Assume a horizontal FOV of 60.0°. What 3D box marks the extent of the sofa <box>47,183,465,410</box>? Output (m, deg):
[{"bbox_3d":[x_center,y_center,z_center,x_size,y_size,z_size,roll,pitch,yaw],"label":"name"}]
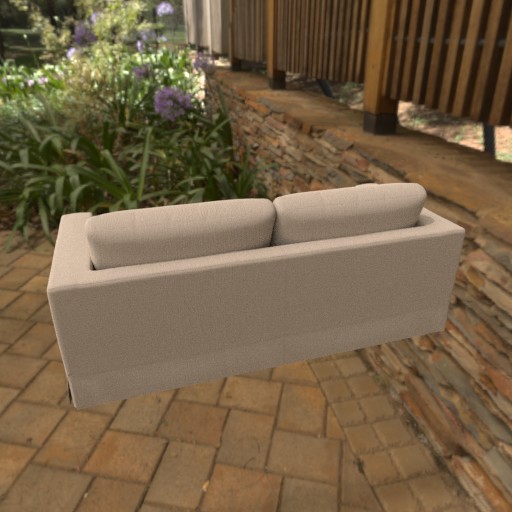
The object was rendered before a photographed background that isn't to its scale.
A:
[{"bbox_3d":[0.000,0.000,2.622,2.163,0.881,0.954,-8,27,-16],"label":"sofa"}]
